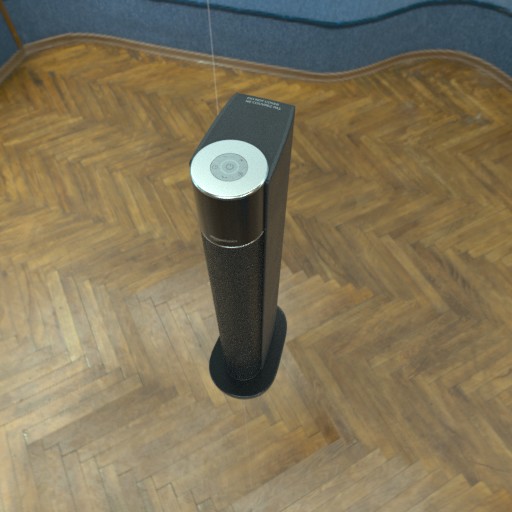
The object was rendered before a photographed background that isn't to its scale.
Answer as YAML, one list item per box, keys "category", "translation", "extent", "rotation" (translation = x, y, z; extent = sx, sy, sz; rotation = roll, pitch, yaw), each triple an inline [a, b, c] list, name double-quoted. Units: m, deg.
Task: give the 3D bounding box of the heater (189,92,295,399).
- category: "heater"
  translation: [0.000, 0.000, 1.038]
  extent: [0.214, 0.856, 0.458]
  rotation: [16, 59, 10]
